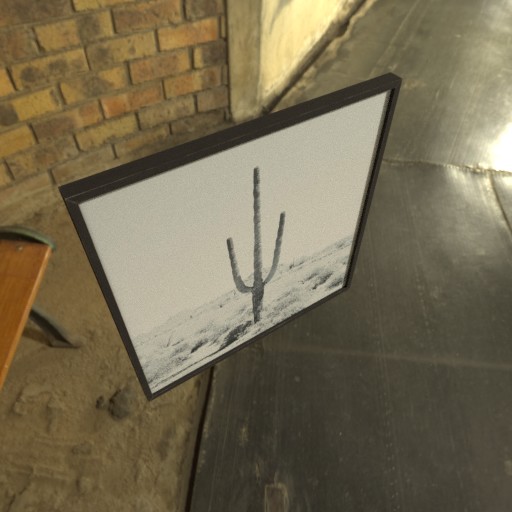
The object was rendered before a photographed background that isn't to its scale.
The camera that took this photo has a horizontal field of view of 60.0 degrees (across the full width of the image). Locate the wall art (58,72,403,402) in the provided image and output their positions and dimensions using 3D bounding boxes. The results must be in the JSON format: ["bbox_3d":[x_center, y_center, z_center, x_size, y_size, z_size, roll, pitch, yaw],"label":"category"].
[{"bbox_3d":[0.000,0.000,1.148,0.762,0.762,0.038,-26,53,-22],"label":"wall art"}]
